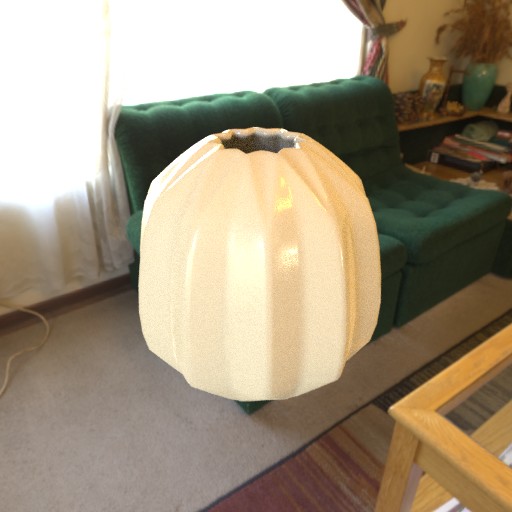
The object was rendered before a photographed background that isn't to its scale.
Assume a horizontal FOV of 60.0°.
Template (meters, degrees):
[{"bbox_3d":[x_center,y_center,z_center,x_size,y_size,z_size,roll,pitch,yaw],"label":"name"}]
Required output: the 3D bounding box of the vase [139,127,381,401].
[{"bbox_3d":[0.000,0.000,0.253,0.139,0.134,0.139,0,30,0],"label":"vase"}]
